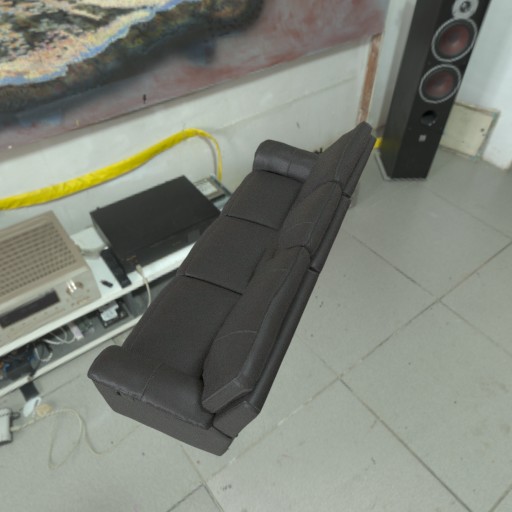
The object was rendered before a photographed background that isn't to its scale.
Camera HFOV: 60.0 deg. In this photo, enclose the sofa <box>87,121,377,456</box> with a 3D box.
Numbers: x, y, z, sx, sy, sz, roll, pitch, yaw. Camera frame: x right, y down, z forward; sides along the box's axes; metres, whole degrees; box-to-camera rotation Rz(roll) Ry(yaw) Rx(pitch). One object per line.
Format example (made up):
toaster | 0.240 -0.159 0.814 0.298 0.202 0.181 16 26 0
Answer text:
sofa | 0.000 0.000 3.220 1.104 1.134 2.627 17 48 16
